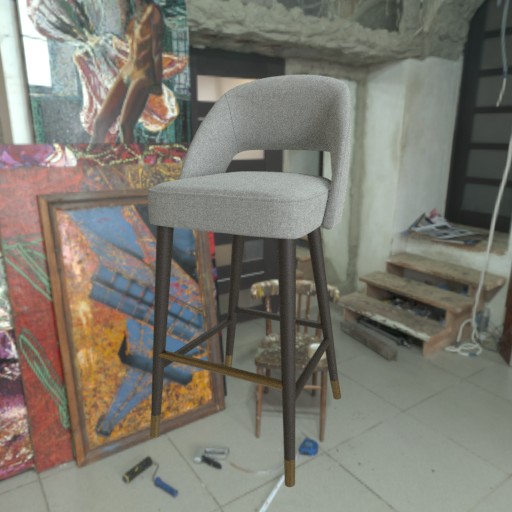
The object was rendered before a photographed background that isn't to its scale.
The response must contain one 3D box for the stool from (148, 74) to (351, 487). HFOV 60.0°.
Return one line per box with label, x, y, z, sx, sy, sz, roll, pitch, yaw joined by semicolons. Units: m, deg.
stool;0.000;0.000;1.291;0.494;1.037;0.509;7;17;25
